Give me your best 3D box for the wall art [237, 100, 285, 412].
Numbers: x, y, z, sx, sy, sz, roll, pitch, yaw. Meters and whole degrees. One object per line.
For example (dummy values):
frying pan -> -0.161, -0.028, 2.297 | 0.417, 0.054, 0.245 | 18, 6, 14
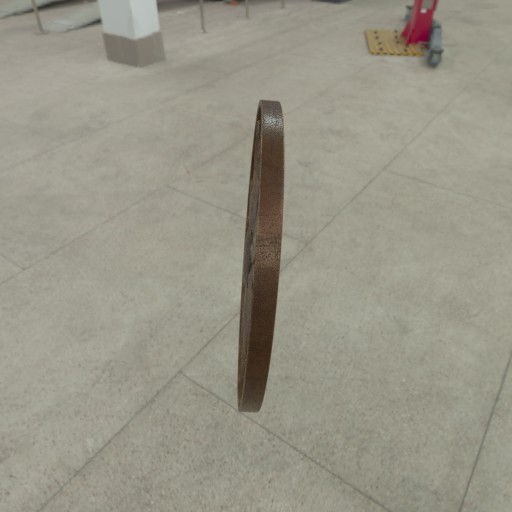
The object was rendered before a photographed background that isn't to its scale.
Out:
wall art -> 0.000, 0.000, 0.876 | 0.084, 0.583, 0.582 | 0, 40, 0
